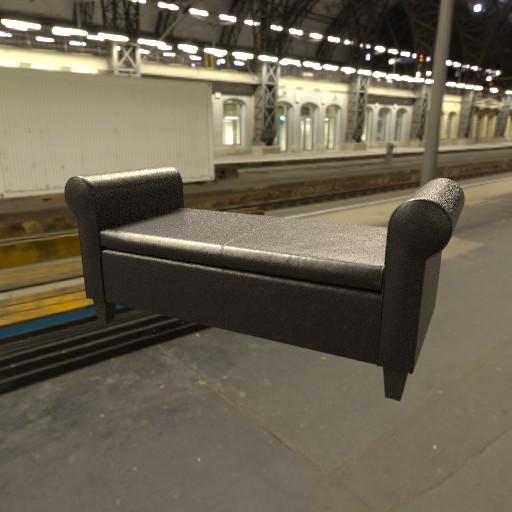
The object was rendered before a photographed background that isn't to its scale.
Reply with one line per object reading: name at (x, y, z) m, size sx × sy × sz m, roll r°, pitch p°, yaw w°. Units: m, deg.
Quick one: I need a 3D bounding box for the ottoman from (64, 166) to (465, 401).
ottoman at (0.000, 0.000, 1.547) m, size 1.256 × 0.547 × 0.521 m, roll 8°, pitch 18°, yaw 26°
